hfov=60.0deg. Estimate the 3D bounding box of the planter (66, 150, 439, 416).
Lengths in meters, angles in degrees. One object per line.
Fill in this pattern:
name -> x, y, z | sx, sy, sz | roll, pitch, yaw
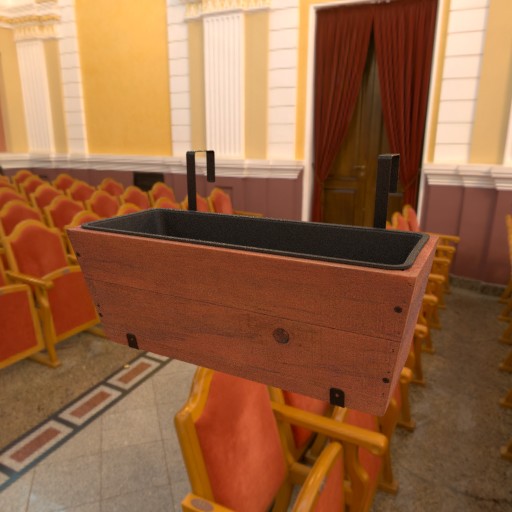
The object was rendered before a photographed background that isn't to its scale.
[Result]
planter -> 0.000, 0.000, 0.650 | 0.480, 0.289, 0.262 | 8, 17, 27
